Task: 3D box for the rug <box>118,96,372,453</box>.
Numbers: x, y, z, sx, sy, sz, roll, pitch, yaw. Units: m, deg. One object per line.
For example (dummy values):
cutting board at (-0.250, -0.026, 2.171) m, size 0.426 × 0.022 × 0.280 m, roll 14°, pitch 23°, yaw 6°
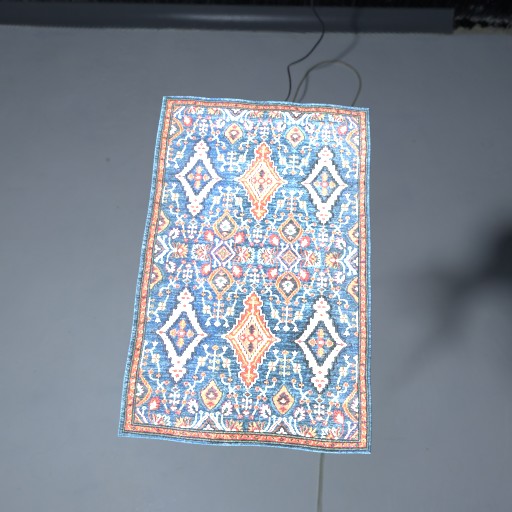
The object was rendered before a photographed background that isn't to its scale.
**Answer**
rug at (0.000, 0.000, 2.306) m, size 1.195 × 0.014 × 1.847 m, roll 4°, pitch 75°, yaw 1°
